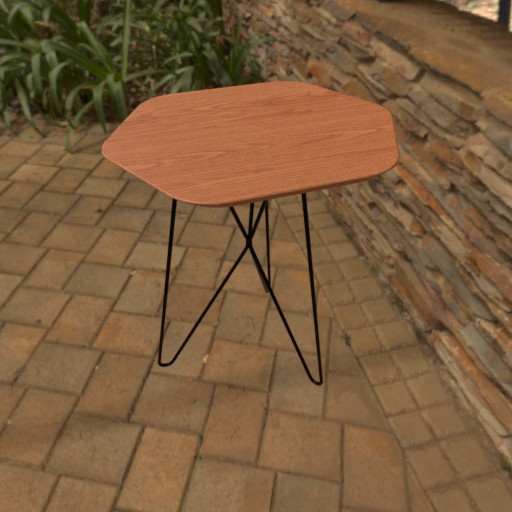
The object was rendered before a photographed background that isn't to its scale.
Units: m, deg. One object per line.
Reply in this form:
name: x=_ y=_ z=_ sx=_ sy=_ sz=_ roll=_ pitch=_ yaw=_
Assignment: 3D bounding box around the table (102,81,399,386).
table: x=0.000 y=0.000 z=0.921 sx=0.500 sy=0.562 sz=0.400 roll=-12 pitch=42 yaw=-14
